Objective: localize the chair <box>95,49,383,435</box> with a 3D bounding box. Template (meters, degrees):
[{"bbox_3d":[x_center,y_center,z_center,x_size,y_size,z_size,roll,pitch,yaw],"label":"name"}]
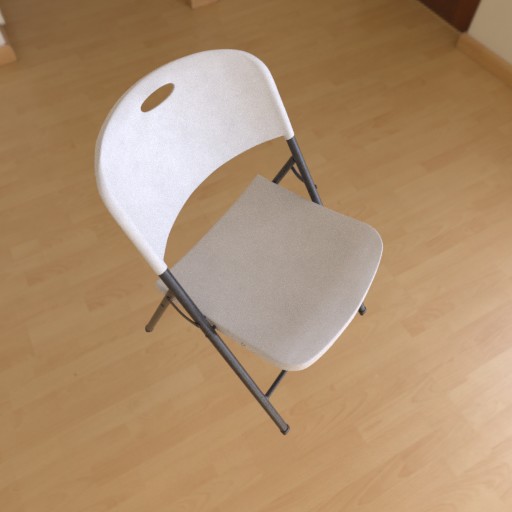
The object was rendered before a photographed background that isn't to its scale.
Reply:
[{"bbox_3d":[0.000,0.000,1.124,0.566,0.810,0.494,32,64,18],"label":"chair"}]
